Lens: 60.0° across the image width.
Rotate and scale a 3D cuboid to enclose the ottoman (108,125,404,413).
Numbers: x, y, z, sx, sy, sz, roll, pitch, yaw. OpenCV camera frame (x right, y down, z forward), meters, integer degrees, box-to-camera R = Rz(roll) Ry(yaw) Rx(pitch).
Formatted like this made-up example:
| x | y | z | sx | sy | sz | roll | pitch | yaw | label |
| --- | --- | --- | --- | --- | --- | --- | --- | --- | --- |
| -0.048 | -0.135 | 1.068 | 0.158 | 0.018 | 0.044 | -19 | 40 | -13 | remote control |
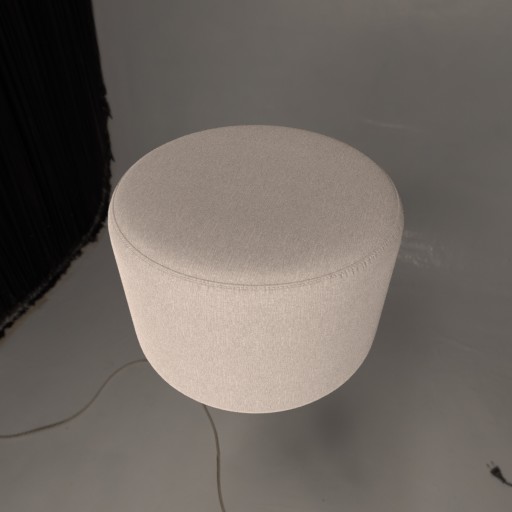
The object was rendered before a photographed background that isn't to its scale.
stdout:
| x | y | z | sx | sy | sz | roll | pitch | yaw | label |
| --- | --- | --- | --- | --- | --- | --- | --- | --- | --- |
| 0.000 | 0.000 | 1.036 | 0.608 | 0.433 | 0.608 | 0 | 41 | 0 | ottoman |
